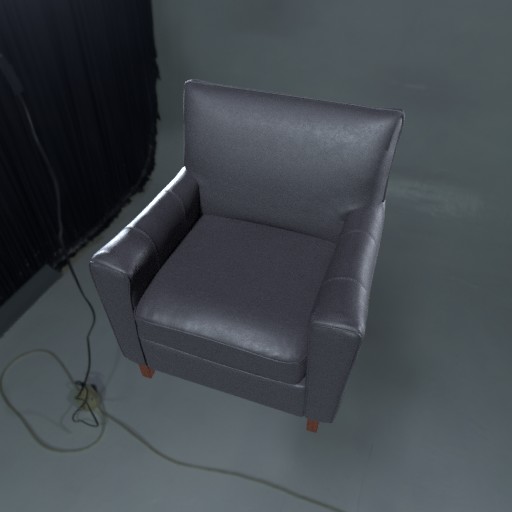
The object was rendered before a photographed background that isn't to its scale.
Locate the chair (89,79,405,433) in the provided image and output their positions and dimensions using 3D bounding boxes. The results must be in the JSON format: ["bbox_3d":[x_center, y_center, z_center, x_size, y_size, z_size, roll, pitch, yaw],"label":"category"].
[{"bbox_3d":[0.000,0.000,1.646,0.870,0.943,0.825,13,44,14],"label":"chair"}]
